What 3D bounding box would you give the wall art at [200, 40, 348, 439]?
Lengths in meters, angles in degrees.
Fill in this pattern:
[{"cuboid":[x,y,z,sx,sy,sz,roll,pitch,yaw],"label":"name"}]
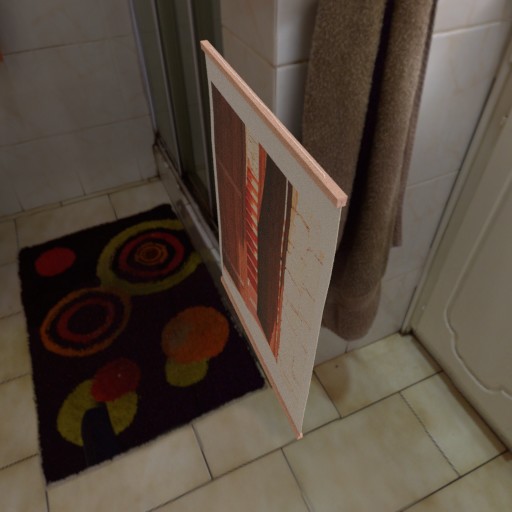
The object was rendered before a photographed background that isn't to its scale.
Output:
[{"cuboid":[0.000,0.000,1.347,0.020,1.013,0.758,-17,48,-16],"label":"wall art"}]
